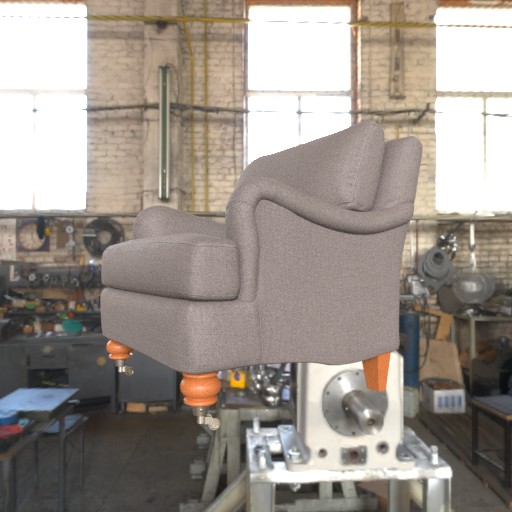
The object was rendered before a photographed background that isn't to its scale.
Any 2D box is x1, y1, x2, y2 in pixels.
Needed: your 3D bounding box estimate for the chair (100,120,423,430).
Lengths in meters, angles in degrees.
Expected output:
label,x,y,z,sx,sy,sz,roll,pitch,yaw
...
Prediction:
label,x,y,z,sx,sy,sz,roll,pitch,yaw
chair,0.000,0.000,1.850,1.070,1.038,0.955,1,-1,-35
